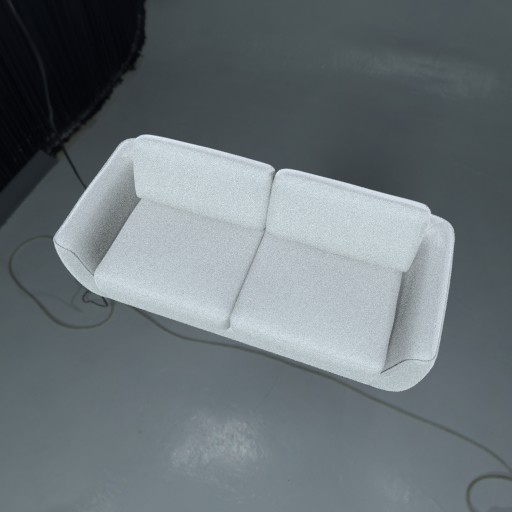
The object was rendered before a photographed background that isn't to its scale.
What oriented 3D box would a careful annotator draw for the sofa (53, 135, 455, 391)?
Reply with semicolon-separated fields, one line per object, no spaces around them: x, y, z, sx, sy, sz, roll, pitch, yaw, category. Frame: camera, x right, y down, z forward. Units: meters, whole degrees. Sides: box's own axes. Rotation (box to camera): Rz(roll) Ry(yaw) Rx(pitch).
0.000;0.000;2.490;2.000;0.850;0.920;16;59;10;sofa
